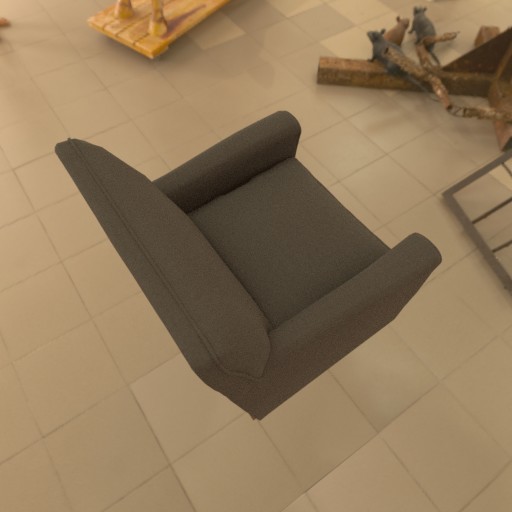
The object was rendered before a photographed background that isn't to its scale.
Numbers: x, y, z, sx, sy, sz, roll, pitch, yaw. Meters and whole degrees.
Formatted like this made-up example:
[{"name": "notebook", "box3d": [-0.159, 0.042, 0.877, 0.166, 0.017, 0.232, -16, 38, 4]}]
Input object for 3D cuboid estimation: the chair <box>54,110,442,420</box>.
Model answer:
[{"name": "chair", "box3d": [0.000, 0.000, 1.543, 0.831, 0.911, 0.836, -31, 63, -18]}]
